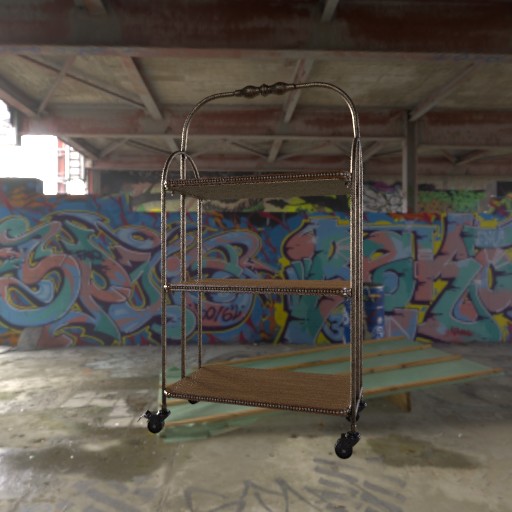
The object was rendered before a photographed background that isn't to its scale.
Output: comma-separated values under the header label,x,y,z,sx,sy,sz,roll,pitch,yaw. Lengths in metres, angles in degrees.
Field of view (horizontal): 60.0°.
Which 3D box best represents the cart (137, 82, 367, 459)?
label,x,y,z,sx,sy,sz,roll,pitch,yaw
cart,0.000,0.000,1.367,0.650,1.052,0.330,0,0,17
